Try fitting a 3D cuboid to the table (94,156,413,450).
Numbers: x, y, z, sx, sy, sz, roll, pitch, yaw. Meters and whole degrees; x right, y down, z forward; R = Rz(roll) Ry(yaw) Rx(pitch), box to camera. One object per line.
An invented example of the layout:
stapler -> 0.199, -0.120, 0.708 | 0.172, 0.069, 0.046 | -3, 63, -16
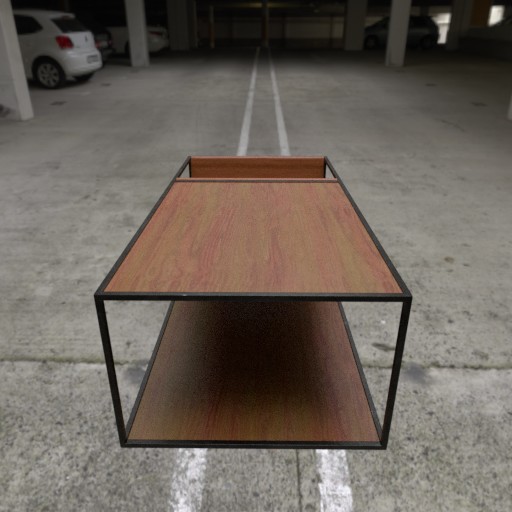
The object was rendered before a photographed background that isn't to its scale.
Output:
table -> 0.000, 0.000, 1.454 | 0.597, 0.403, 1.199 | 0, 25, 1
